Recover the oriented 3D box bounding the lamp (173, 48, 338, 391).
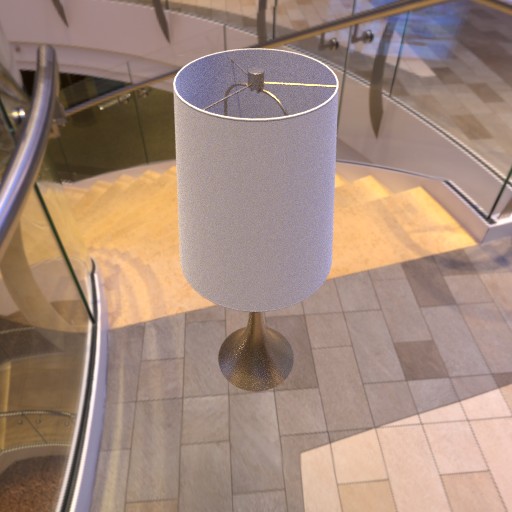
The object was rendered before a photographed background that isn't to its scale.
[{"bbox_3d":[0.000,0.000,0.682,0.231,0.569,0.231,0,45,0],"label":"lamp"}]
